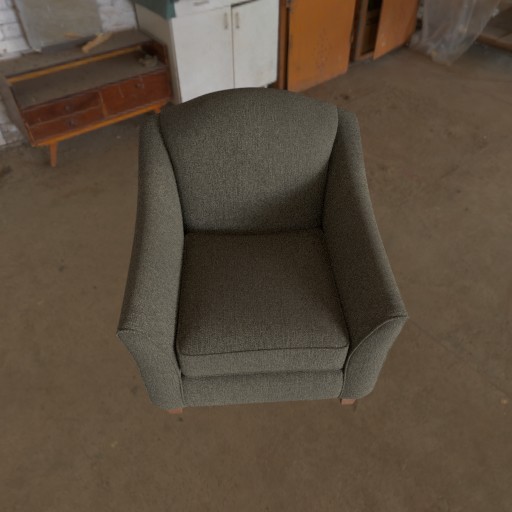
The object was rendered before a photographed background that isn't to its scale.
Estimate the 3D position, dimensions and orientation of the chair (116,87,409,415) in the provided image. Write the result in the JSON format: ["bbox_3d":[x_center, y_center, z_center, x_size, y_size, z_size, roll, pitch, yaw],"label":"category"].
[{"bbox_3d":[0.000,0.000,1.484,0.763,0.839,0.787,-3,46,-2],"label":"chair"}]
